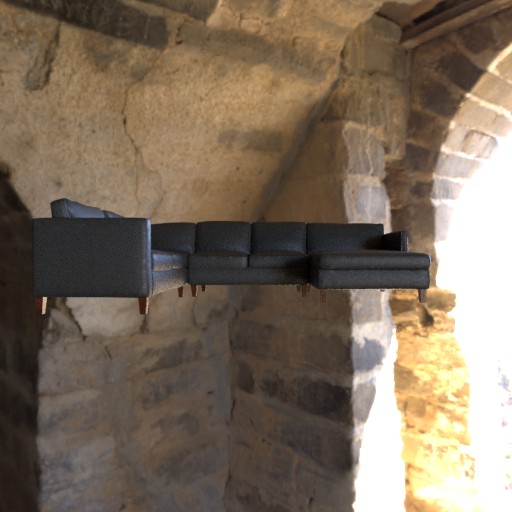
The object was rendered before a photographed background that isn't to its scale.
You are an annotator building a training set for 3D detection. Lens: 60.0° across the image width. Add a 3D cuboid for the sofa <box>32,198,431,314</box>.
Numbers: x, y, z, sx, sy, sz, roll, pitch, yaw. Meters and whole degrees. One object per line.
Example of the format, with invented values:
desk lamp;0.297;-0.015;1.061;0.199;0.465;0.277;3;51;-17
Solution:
sofa;0.000;0.000;4.647;3.460;0.923;2.593;0;0;1
